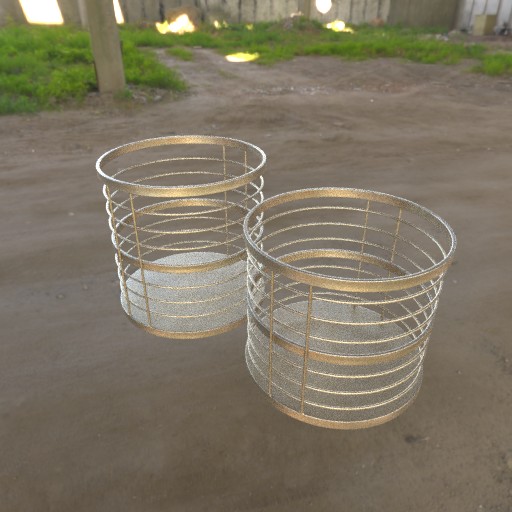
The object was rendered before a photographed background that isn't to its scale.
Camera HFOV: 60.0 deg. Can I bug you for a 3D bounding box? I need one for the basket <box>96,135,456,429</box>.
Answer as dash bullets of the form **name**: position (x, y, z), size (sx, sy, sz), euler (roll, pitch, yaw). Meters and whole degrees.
- **basket**: position (0.000, 0.000, 0.932), size (0.746, 0.351, 0.356), euler (21, 36, 31)
